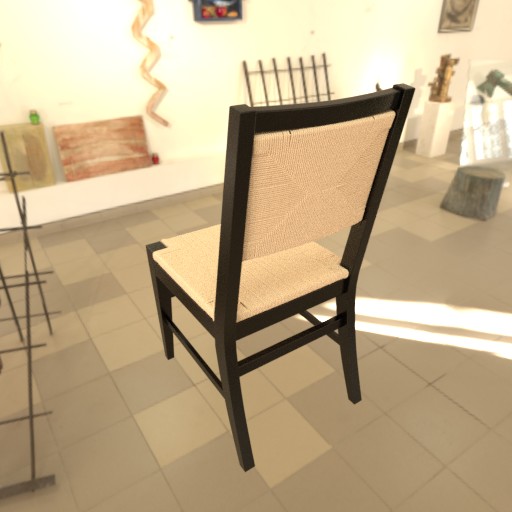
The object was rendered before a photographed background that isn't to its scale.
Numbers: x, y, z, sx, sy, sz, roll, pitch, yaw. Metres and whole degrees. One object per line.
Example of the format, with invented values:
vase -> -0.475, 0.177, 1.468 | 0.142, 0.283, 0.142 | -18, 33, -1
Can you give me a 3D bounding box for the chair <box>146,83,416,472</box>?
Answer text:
chair -> 0.000, 0.000, 1.233 | 0.437, 0.927, 0.552 | -19, 34, -29
